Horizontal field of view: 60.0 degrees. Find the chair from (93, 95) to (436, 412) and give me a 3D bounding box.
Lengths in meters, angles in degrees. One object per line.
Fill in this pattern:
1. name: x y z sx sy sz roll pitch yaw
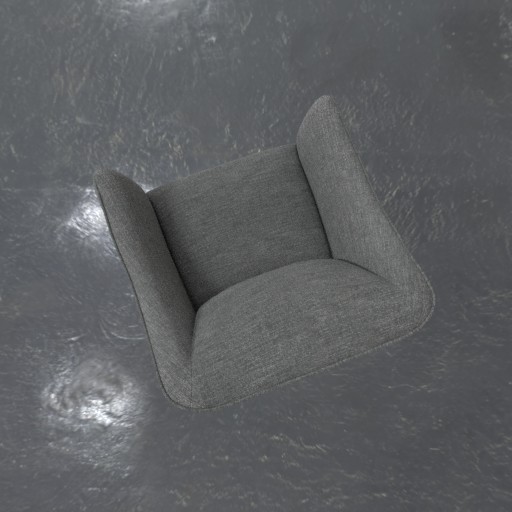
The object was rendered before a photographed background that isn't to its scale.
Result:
1. chair: 0.000 0.000 1.563 0.870 0.829 0.851 -20 77 -5
